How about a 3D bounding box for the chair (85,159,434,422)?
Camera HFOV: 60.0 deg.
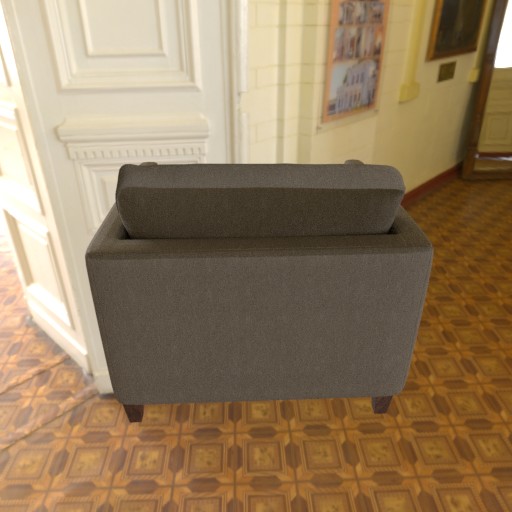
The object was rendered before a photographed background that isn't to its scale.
[{"bbox_3d":[0.000,0.000,1.879,1.107,0.963,0.959,-1,29,-2],"label":"chair"}]
